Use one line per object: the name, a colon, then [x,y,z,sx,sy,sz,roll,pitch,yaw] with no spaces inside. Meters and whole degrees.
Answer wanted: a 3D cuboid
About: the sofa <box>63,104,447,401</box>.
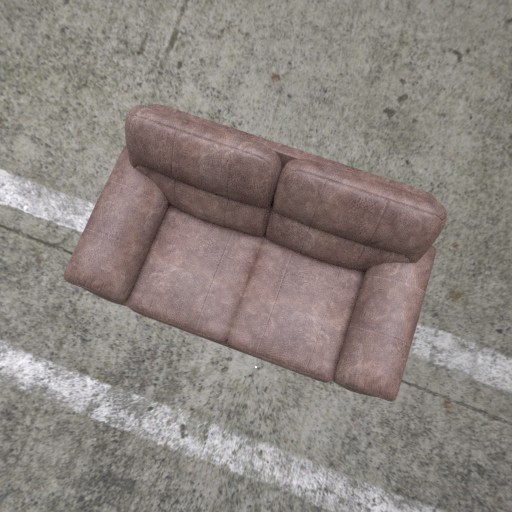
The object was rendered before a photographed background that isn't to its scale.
sofa: [0.000,0.000,2.373,1.753,0.991,0.991,19,77,5]
